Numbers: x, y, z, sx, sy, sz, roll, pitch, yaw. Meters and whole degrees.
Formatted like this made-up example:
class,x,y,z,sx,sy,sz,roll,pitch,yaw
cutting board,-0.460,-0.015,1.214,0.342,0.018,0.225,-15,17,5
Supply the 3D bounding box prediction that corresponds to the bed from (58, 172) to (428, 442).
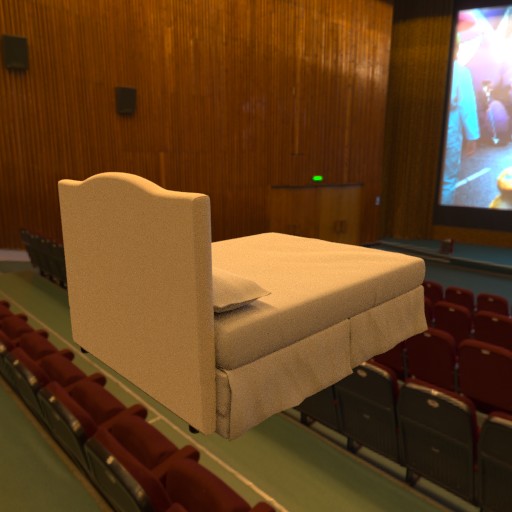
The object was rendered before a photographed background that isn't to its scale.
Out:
class,x,y,z,sx,sy,sz,roll,pitch,yaw
bed,0.000,0.000,3.680,2.477,1.437,1.977,-13,18,-43
